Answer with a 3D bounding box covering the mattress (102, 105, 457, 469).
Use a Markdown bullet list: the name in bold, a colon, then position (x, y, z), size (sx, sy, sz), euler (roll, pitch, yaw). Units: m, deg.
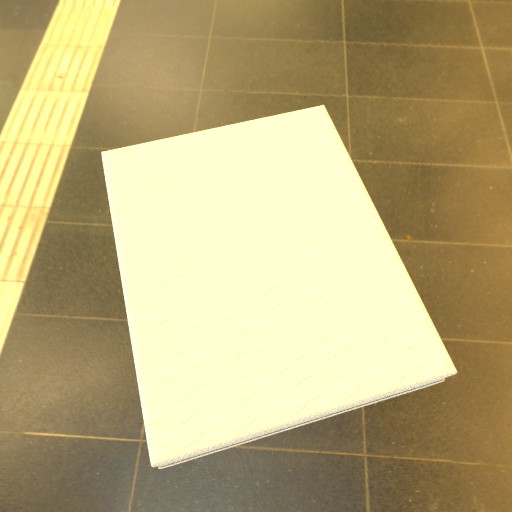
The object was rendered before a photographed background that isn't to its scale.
- **mattress**: position (0.000, 0.000, 2.728), size (1.600, 0.230, 2.000), euler (-14, 63, -7)
